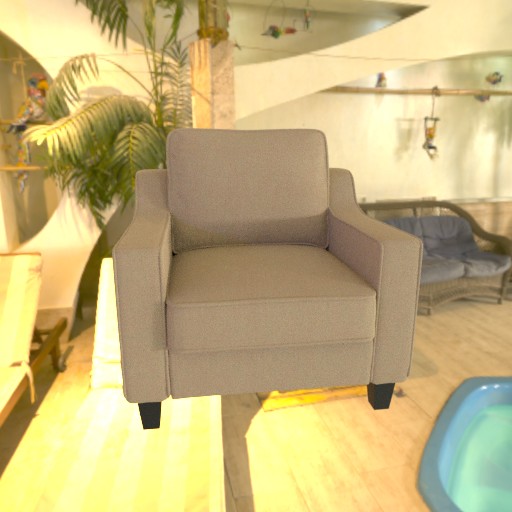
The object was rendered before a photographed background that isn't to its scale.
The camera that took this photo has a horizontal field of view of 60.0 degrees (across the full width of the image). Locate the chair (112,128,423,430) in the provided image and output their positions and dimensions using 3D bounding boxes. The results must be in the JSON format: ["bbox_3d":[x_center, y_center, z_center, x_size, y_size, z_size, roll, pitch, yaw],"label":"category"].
[{"bbox_3d":[0.000,0.000,1.692,0.922,0.948,0.882,-2,15,-8],"label":"chair"}]
